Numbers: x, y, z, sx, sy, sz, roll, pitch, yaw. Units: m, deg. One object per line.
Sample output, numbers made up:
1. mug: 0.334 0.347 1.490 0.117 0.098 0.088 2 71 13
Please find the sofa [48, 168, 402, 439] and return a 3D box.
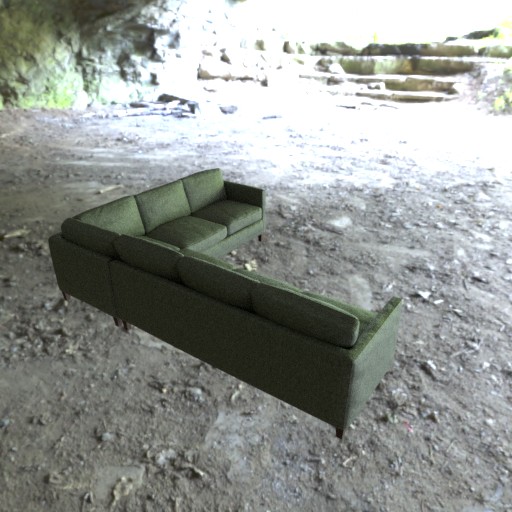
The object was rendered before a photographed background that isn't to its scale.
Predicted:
1. sofa: 0.000 0.000 4.579 3.302 0.947 2.593 17 31 31
